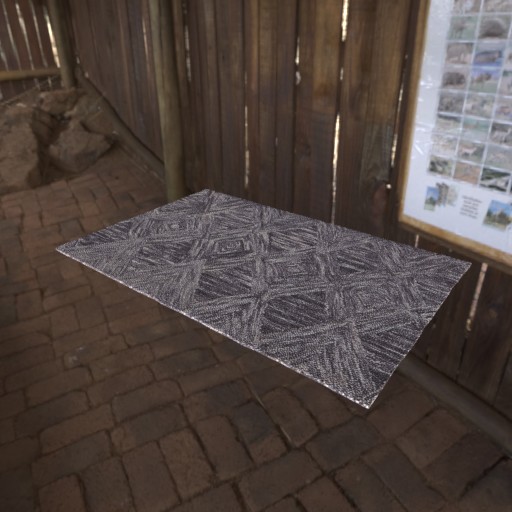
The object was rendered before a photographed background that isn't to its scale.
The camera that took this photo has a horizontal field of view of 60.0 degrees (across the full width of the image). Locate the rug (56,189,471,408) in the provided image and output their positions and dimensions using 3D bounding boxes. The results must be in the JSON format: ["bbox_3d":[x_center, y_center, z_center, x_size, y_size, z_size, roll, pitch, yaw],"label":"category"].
[{"bbox_3d":[0.000,0.000,2.292,1.814,0.012,1.186,20,34,33],"label":"rug"}]
